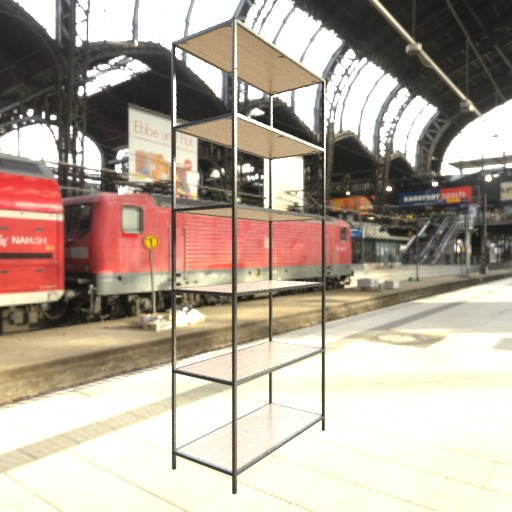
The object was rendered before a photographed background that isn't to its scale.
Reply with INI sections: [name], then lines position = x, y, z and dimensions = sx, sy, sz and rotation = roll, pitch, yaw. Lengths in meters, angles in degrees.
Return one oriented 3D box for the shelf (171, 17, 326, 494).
[shelf]
position = 0.000, 0.000, 2.130
dimensions = 0.350, 1.850, 0.770
rotation = 0, 1, 36
